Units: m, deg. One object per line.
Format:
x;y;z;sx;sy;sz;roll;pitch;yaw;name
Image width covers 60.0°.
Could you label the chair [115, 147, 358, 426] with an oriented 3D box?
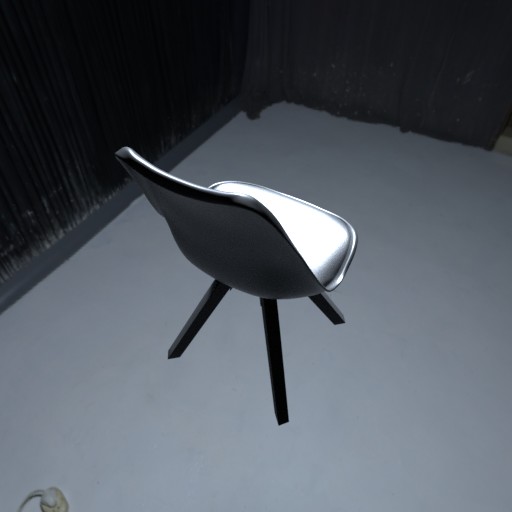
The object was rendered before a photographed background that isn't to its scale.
0.000;0.000;1.184;0.485;0.850;0.530;24;52;21;chair
